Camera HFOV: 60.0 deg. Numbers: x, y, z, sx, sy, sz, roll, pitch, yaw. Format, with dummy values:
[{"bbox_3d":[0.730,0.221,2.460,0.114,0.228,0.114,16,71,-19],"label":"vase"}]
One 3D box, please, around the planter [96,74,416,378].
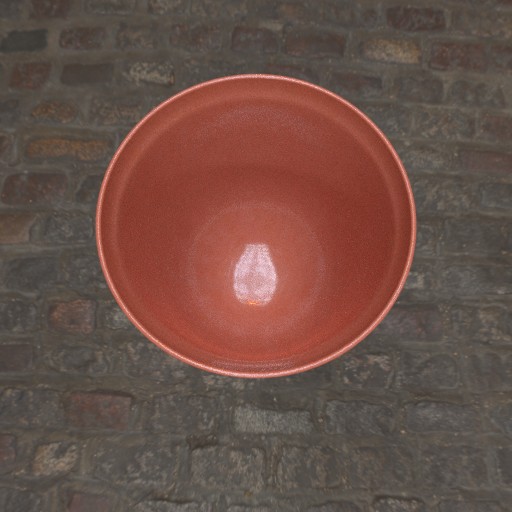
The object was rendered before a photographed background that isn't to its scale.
[{"bbox_3d":[0.000,0.000,0.372,0.195,0.214,0.195,0,76,0],"label":"planter"}]
